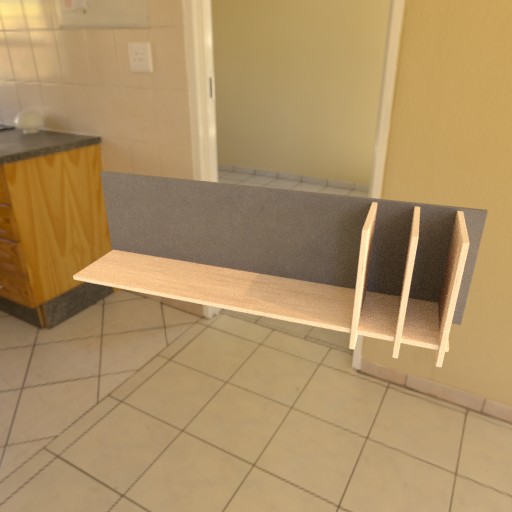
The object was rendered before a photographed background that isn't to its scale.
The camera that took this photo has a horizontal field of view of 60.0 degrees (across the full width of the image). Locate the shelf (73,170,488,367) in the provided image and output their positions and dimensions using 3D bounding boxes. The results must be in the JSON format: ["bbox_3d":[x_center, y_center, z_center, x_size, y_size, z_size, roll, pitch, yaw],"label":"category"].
[{"bbox_3d":[0.000,0.000,1.118,1.020,0.300,0.200,9,27,17],"label":"shelf"}]
